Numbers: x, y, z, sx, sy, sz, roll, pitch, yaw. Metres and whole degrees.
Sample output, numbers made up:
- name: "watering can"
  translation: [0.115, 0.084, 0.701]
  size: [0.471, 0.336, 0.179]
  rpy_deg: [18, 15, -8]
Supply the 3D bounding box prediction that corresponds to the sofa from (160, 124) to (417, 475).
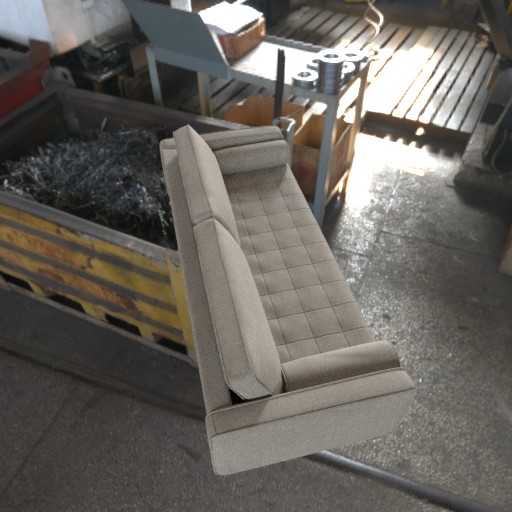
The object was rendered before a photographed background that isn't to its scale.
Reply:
- name: "sofa"
  translation: [0.000, 0.000, 2.651]
  size: [0.914, 0.762, 2.211]
  rpy_deg: [-10, 47, -9]
